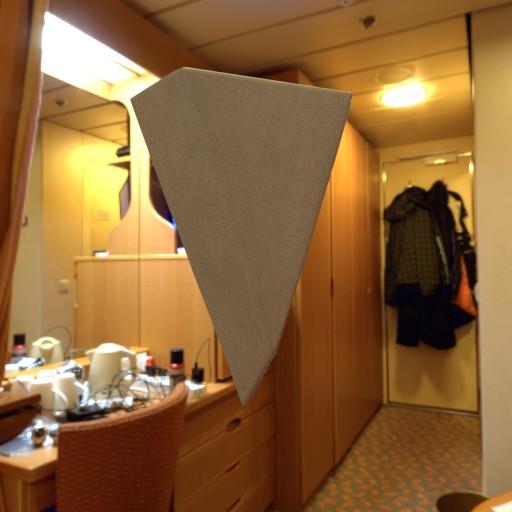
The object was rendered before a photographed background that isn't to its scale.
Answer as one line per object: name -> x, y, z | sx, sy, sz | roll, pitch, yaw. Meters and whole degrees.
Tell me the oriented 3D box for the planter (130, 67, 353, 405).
planter -> 0.000, 0.000, 0.276 | 0.150, 0.197, 0.060 | 1, -2, -19
